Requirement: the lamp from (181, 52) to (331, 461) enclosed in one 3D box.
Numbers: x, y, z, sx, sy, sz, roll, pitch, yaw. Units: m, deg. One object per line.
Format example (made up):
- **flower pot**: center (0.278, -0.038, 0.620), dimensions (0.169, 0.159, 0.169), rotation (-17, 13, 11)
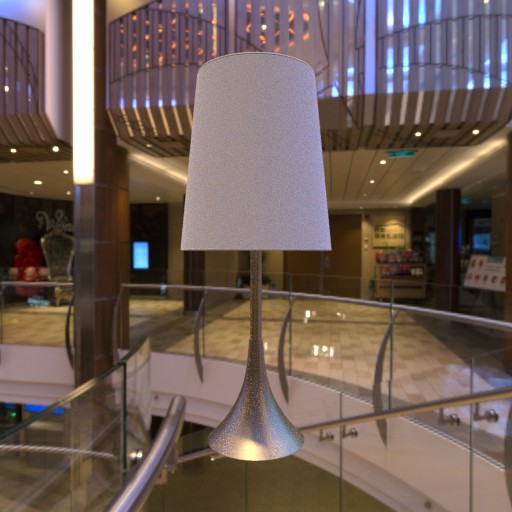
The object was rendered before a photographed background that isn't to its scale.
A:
- **lamp**: center (0.000, 0.000, 0.688), dimensions (0.231, 0.569, 0.231), rotation (0, 1, 0)
